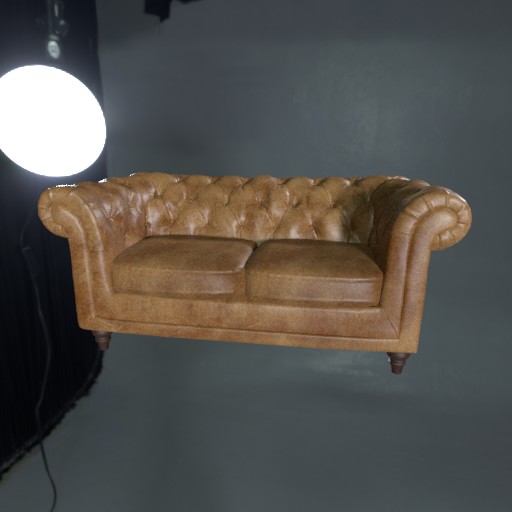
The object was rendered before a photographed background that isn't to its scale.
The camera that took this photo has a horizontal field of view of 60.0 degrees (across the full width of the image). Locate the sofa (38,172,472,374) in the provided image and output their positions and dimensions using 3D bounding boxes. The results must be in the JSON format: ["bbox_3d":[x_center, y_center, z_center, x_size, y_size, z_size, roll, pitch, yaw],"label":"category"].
[{"bbox_3d":[0.000,0.000,2.504,1.979,0.877,1.042,2,15,9],"label":"sofa"}]
